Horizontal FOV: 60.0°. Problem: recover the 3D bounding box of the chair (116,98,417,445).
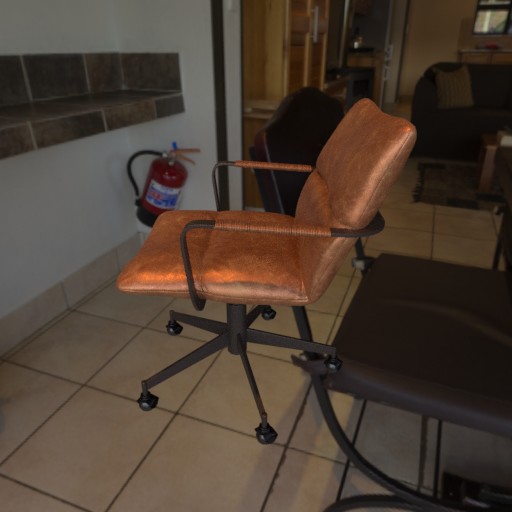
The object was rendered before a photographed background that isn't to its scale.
[{"bbox_3d":[0.000,0.000,1.428,0.754,0.922,0.727,1,25,2],"label":"chair"}]
